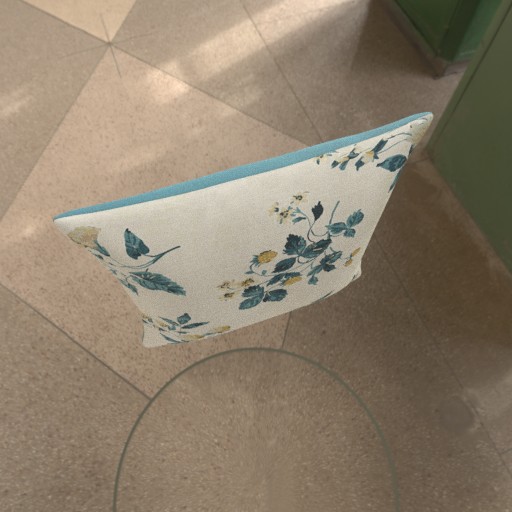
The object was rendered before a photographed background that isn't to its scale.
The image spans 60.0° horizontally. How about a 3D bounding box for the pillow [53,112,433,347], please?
[{"bbox_3d":[0.000,0.000,0.796,0.526,0.507,0.166,-17,64,-9],"label":"pillow"}]
